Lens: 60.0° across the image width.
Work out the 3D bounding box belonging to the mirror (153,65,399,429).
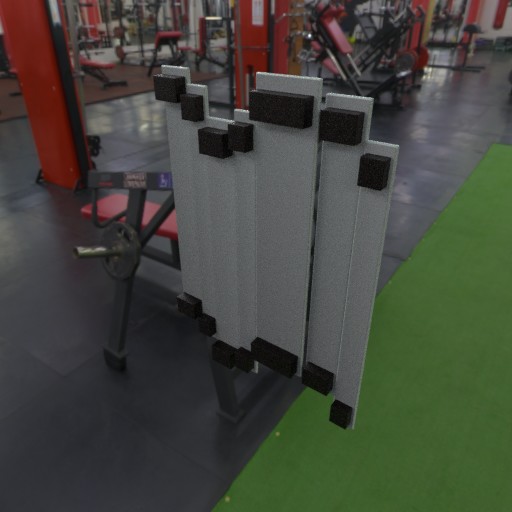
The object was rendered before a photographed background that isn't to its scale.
[{"bbox_3d":[0.000,0.000,0.790,0.445,0.611,0.058,20,35,31],"label":"mirror"}]
